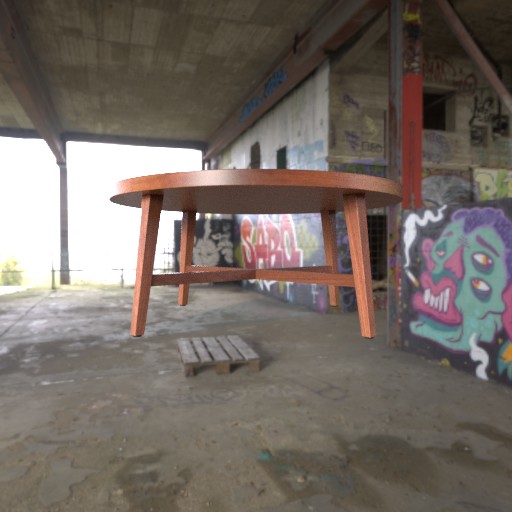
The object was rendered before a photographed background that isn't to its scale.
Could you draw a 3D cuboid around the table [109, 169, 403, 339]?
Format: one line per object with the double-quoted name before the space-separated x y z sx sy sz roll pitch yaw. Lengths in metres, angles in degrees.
"table" 0.000 0.000 1.272 0.800 0.360 0.800 0 1 0
